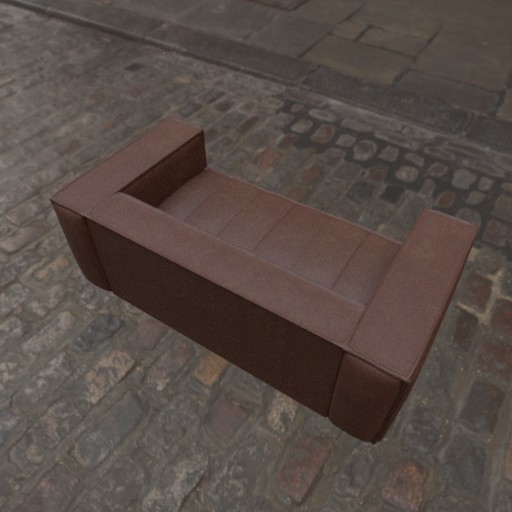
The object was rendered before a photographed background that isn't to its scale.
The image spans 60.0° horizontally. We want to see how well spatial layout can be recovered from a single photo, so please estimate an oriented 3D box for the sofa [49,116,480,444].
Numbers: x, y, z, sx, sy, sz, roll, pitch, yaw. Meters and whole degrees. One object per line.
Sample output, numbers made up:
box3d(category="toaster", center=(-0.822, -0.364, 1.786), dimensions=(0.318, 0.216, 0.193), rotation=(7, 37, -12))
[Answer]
box3d(category="sofa", center=(0.000, 0.000, 2.576), dimensions=(2.088, 0.703, 1.102), rotation=(25, 51, 22))
